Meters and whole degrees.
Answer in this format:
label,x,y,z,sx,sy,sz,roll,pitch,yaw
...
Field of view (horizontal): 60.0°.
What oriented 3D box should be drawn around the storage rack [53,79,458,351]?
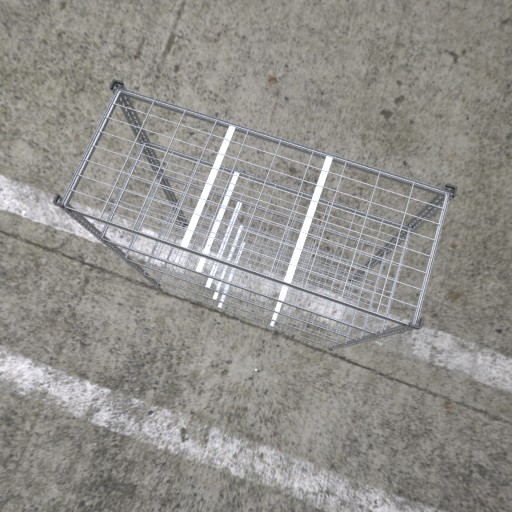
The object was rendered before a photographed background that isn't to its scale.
label,x,y,z,sx,sy,sz,roll,pitch,yaw
storage rack,0.000,0.000,2.746,1.524,1.981,0.610,19,76,5
